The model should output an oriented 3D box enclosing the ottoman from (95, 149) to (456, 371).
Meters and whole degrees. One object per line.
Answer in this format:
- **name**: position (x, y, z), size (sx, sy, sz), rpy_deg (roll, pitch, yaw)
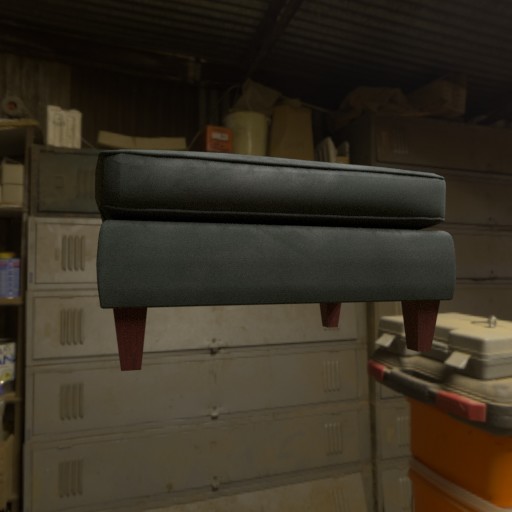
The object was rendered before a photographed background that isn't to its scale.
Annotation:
- **ottoman**: position (0.000, 0.000, 1.283), size (0.864, 0.495, 0.632), rpy_deg (1, -2, -18)
